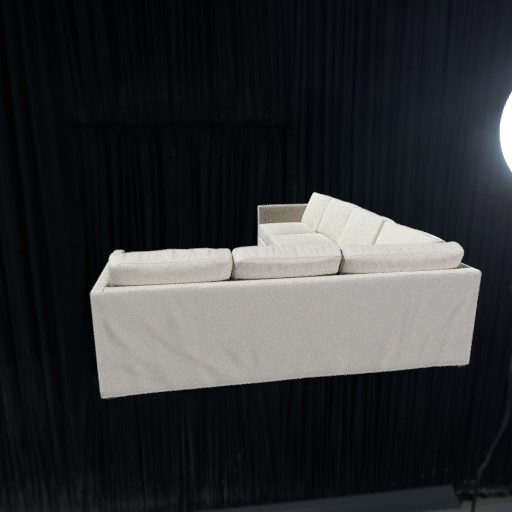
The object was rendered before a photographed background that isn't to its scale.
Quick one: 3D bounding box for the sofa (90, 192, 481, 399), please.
[{"bbox_3d":[0.000,0.000,4.214,2.432,0.871,3.182,-2,15,-9],"label":"sofa"}]
